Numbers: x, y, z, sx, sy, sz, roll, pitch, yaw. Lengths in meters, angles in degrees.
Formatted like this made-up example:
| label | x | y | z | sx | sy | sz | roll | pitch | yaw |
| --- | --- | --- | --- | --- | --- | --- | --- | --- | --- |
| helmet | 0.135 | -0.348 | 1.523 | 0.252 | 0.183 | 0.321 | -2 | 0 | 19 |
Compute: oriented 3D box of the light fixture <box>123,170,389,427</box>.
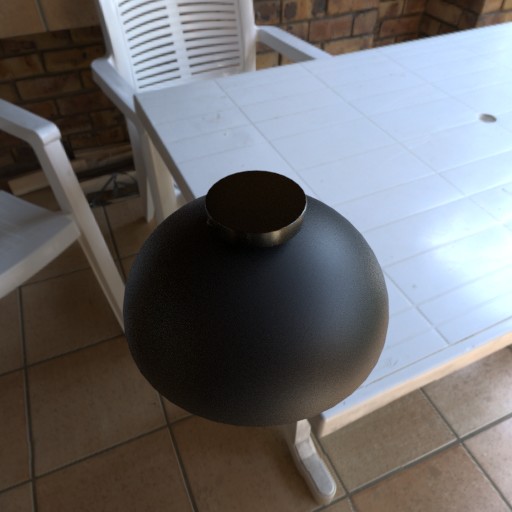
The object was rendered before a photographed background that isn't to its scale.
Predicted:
| label | x | y | z | sx | sy | sz | roll | pitch | yaw |
| --- | --- | --- | --- | --- | --- | --- | --- | --- | --- |
| light fixture | 0.000 | 0.000 | 0.550 | 0.355 | 0.177 | 0.355 | 0 | 45 | 0 |
